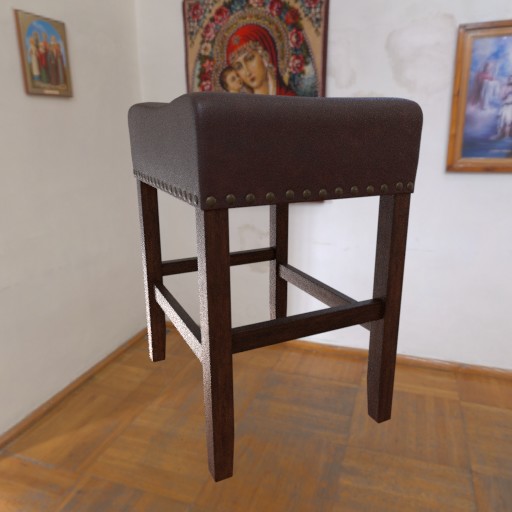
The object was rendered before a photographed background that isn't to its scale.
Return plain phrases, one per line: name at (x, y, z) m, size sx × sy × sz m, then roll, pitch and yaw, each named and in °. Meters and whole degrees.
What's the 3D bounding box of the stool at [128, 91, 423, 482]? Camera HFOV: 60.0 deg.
stool at (0.000, 0.000, 0.916) m, size 0.397 × 0.608 × 0.465 m, roll -8°, pitch 18°, yaw -25°
